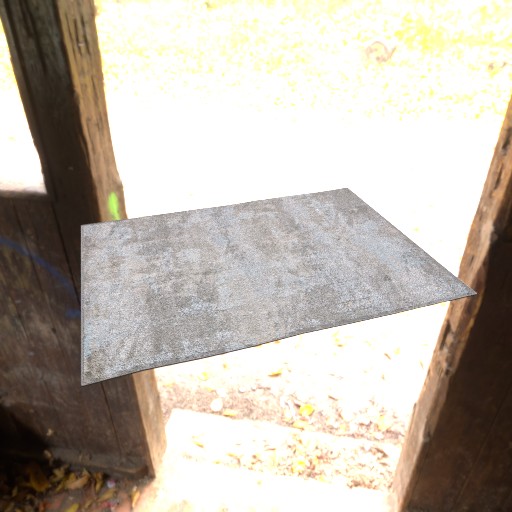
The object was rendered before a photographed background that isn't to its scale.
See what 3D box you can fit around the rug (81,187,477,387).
[{"bbox_3d":[0.000,0.000,4.412,3.307,0.013,2.393,-10,34,-15],"label":"rug"}]
